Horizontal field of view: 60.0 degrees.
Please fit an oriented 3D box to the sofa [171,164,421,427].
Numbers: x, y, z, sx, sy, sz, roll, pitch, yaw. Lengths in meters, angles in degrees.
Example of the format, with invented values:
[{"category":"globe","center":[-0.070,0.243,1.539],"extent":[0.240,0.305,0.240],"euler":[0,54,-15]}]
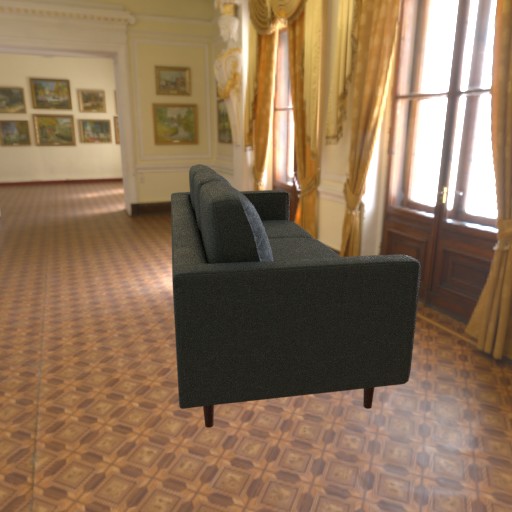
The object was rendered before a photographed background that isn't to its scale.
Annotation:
[{"category":"sofa","center":[0.000,0.000,2.550],"extent":[0.935,0.945,2.013],"euler":[-3,16,-10]}]
